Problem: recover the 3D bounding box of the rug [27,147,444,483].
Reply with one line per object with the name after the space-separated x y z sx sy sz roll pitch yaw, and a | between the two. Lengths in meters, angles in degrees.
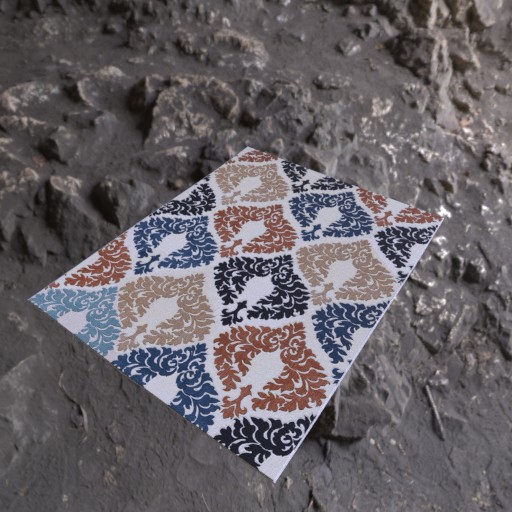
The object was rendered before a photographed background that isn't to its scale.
0.000 0.000 3.980 2.423 0.014 3.040 26 49 25 | rug
